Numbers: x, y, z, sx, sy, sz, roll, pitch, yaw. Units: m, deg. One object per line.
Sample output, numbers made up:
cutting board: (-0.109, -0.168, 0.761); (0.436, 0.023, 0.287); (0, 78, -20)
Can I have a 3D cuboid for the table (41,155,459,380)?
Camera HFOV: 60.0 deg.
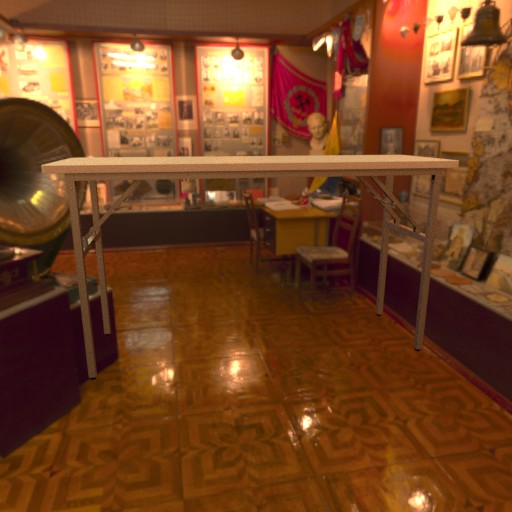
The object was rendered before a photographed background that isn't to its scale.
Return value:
table: (0.000, 0.000, 1.753); (1.397, 0.750, 0.446); (-3, 16, -9)
